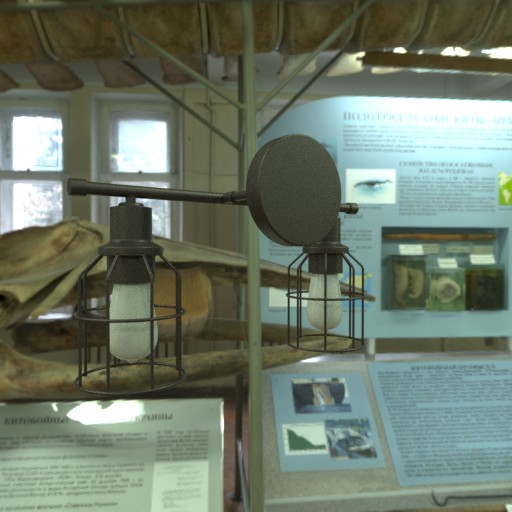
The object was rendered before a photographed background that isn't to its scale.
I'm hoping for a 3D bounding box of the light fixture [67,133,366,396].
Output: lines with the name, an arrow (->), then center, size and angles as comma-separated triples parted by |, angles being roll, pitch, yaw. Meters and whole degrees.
light fixture -> 0.000, 0.000, 0.526 | 0.406, 0.254, 0.165 | -1, 1, -36
